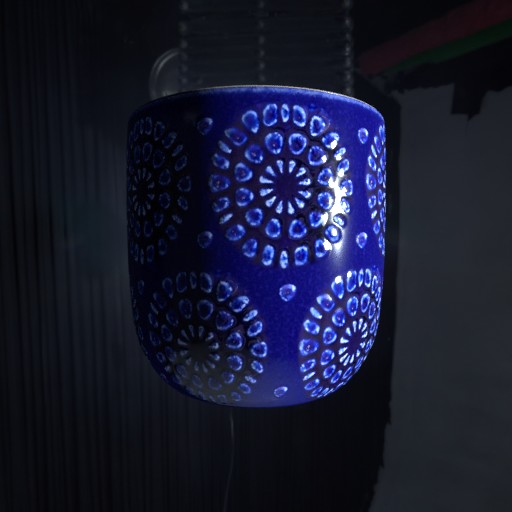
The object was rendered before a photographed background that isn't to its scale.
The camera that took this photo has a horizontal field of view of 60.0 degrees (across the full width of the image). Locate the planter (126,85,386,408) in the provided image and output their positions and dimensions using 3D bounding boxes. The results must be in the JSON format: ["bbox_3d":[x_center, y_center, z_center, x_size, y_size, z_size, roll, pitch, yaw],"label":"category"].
[{"bbox_3d":[0.000,0.000,0.195,0.109,0.112,0.109,0,1,0],"label":"planter"}]
